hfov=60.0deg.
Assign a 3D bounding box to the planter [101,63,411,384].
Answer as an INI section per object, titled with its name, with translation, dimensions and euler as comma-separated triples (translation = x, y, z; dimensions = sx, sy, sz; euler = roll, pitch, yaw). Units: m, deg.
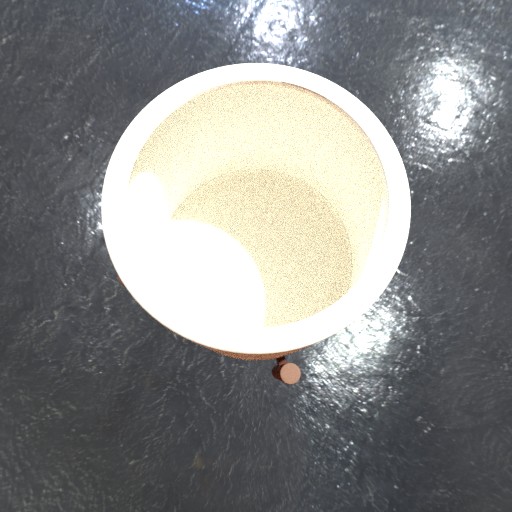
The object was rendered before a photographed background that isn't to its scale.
[planter]
translation = 0.000, 0.000, 0.491
dimensions = 0.224, 0.358, 0.224
euler = 30, 78, 7
